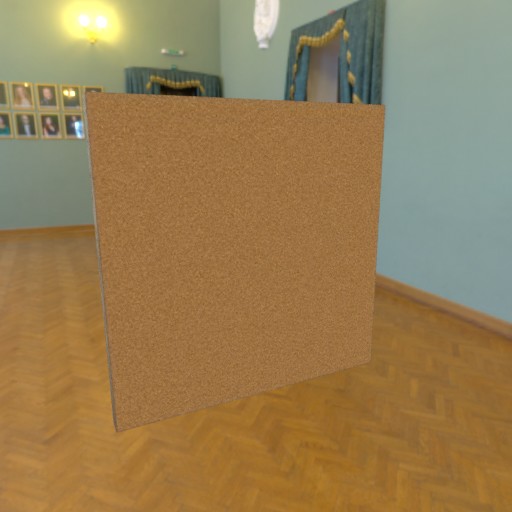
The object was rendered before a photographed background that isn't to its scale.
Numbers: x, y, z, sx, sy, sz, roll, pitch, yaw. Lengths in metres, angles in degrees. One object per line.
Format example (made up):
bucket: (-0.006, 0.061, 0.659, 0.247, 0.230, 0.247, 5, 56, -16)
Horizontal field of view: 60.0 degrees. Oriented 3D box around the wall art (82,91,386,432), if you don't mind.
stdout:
wall art: (0.000, 0.000, 0.906, 0.611, 0.608, 0.042, -7, 15, -26)
